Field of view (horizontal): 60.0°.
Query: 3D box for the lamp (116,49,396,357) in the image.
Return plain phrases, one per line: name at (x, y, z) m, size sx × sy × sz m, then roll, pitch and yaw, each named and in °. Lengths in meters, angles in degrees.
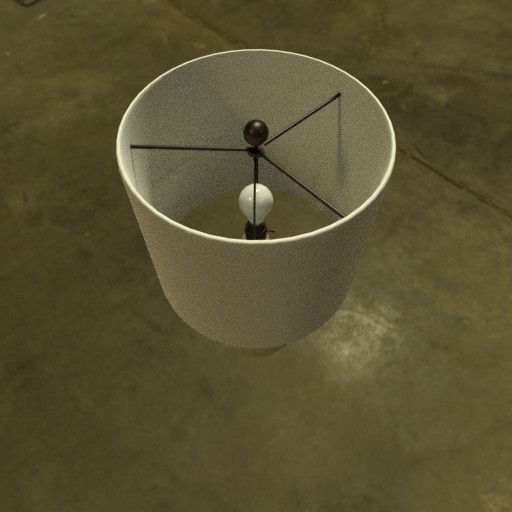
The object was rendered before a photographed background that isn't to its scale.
lamp at (0.000, 0.000, 0.753) m, size 0.329 × 0.570 × 0.329 m, roll 2°, pitch 57°, yaw 1°
